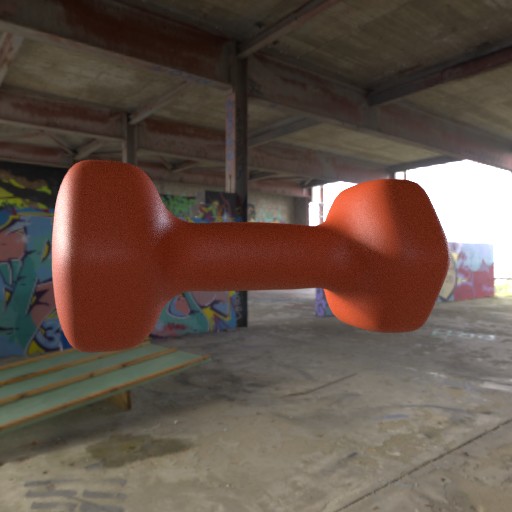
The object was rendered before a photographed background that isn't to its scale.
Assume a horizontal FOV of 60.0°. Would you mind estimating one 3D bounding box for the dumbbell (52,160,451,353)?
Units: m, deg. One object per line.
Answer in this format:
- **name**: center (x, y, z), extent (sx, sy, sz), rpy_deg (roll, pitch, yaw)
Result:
- **dumbbell**: center (0.000, 0.000, 0.196), extent (0.162, 0.071, 0.079), rpy_deg (0, 0, -18)
